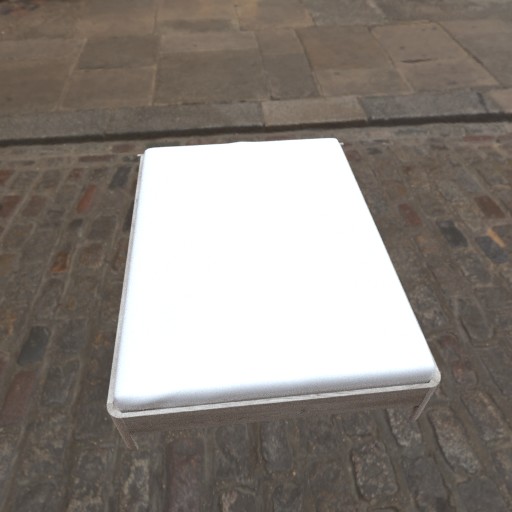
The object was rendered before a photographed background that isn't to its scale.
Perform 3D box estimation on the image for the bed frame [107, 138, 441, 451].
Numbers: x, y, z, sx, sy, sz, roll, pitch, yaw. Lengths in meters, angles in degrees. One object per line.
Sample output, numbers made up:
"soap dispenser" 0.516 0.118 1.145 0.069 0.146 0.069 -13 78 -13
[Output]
"bed frame" 0.000 0.000 2.617 1.490 0.462 1.950 -4 46 -4
